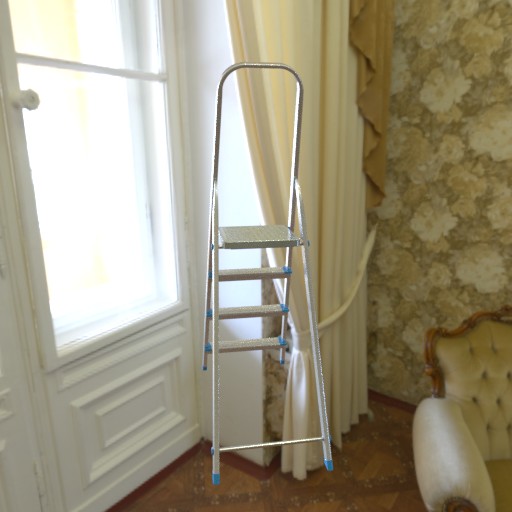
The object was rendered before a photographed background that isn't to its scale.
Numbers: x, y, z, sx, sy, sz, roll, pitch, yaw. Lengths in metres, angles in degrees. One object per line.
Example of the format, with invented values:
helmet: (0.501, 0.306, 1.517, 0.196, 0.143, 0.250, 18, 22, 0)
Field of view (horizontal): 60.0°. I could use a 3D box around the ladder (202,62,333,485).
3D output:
ladder: (0.000, 0.000, 1.813, 0.445, 1.434, 0.842, -2, 15, -9)
